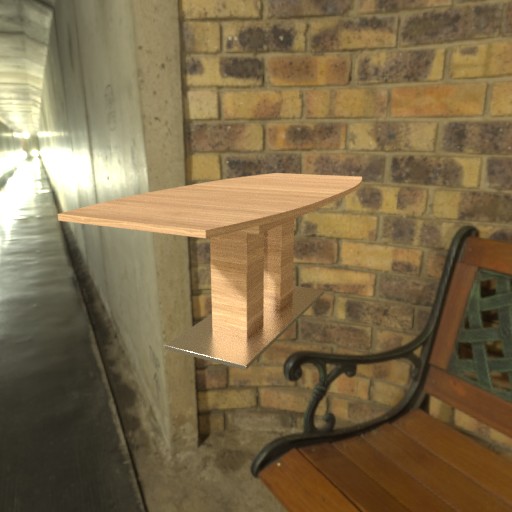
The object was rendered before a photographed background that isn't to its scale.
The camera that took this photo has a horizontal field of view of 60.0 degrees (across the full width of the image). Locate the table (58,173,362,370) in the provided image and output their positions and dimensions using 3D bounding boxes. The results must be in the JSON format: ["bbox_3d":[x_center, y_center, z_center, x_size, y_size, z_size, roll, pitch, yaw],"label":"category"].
[{"bbox_3d":[0.000,0.000,2.514,0.900,0.750,2.032,8,17,26],"label":"table"}]
